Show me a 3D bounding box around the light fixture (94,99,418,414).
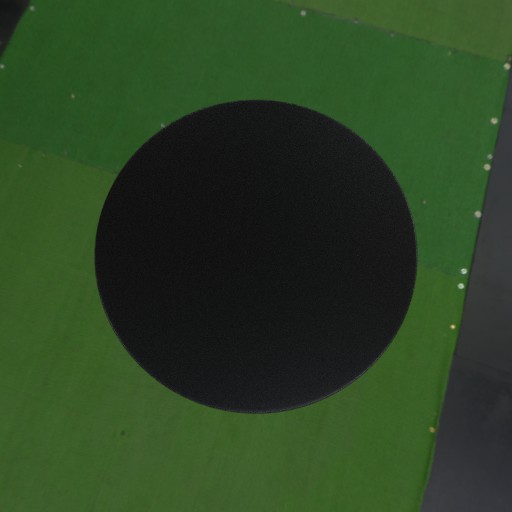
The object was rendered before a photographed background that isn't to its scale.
[{"bbox_3d":[0.000,0.000,0.431,0.283,0.097,0.283,0,77,0],"label":"light fixture"}]
